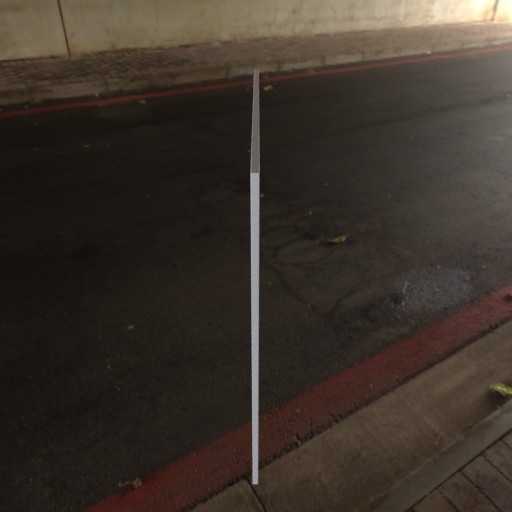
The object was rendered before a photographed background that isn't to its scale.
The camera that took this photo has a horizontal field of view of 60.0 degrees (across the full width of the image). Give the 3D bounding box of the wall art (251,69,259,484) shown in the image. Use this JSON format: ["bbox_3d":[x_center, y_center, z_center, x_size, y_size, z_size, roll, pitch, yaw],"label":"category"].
[{"bbox_3d":[0.000,0.000,1.212,0.013,0.813,0.812,0,33,0],"label":"wall art"}]
